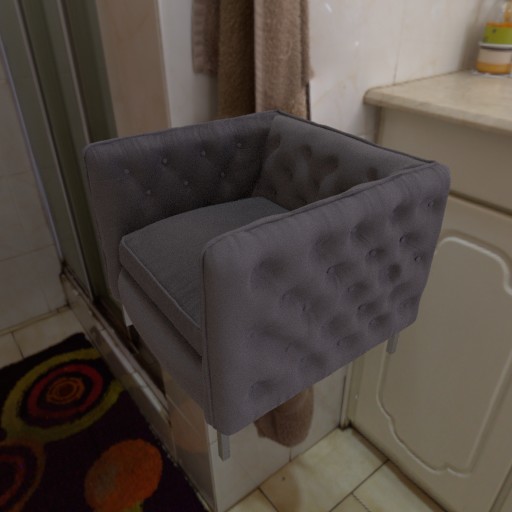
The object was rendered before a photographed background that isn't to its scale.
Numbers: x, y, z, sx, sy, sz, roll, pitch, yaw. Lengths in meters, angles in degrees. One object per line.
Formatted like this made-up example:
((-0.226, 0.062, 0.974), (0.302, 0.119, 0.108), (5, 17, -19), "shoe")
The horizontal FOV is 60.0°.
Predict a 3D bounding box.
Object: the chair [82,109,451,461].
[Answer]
((0.000, 0.000, 1.655), (0.913, 0.807, 0.946), (-21, 37, -30), "chair")
